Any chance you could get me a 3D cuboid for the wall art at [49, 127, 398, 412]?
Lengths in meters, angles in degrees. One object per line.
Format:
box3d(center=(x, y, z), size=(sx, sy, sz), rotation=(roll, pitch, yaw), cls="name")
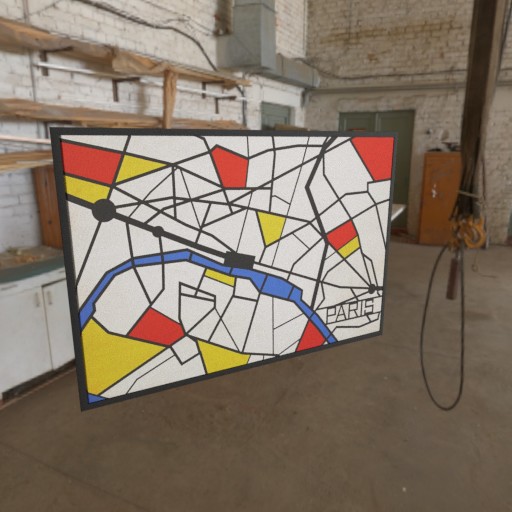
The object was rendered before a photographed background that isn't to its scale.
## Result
box3d(center=(0.000, 0.000, 1.215), size=(0.963, 0.665, 0.013), rotation=(-7, 16, -27), cls="wall art")
